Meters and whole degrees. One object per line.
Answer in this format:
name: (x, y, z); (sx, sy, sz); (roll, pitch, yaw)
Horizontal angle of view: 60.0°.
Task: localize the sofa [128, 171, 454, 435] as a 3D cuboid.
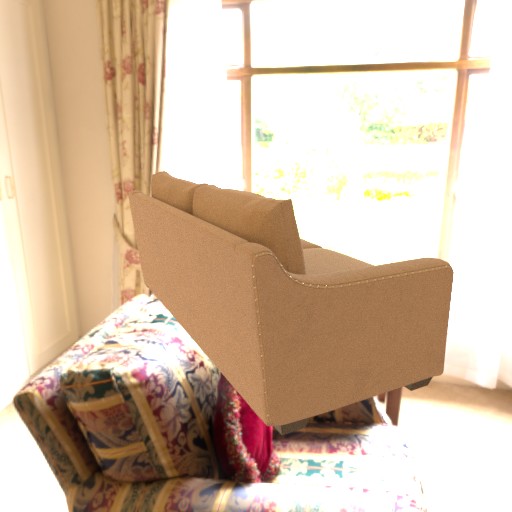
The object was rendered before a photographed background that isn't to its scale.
sofa: (0.000, 0.000, 2.590); (1.030, 0.901, 1.967); (-8, 17, -26)
